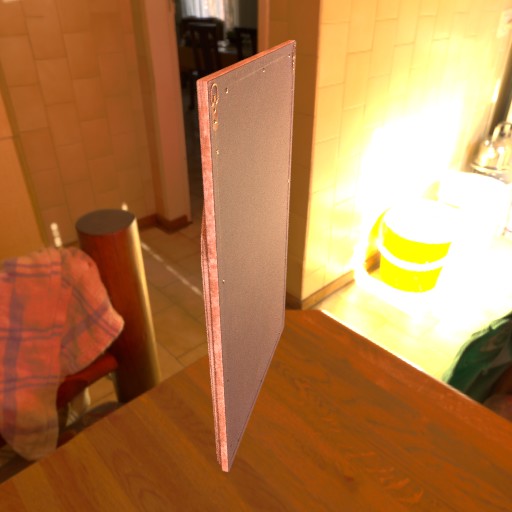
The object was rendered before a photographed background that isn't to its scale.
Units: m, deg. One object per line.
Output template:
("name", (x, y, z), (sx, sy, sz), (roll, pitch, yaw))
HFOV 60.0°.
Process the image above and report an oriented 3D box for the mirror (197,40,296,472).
("mirror", (0.000, 0.000, 0.945), (0.058, 0.787, 0.495), (9, 32, 14))
